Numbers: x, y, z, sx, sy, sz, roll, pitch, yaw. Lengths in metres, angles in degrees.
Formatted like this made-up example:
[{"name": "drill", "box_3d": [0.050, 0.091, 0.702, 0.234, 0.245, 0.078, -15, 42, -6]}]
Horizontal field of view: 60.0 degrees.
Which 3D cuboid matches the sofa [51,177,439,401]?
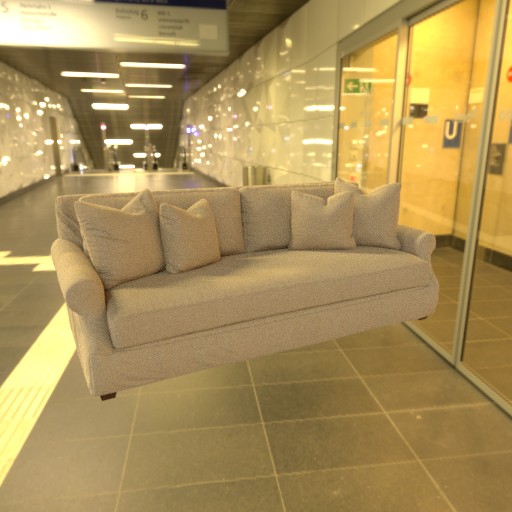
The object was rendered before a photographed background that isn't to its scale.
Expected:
[{"name": "sofa", "box_3d": [0.000, 0.000, 2.770, 2.285, 0.904, 1.067, -8, 17, -27]}]
